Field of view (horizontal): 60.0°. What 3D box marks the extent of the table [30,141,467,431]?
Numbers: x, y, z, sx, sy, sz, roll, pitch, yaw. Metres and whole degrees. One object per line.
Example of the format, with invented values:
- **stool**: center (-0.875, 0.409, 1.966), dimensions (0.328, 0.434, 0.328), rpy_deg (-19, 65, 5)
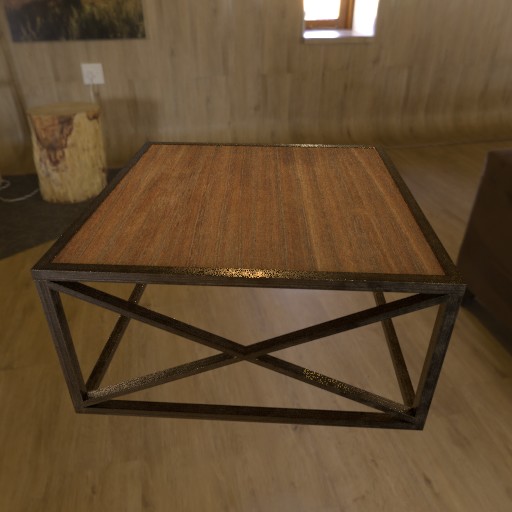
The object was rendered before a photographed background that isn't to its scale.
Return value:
- **table**: center (0.000, 0.000, 1.413), dimensions (0.899, 0.451, 0.909), rpy_deg (2, 31, 3)
